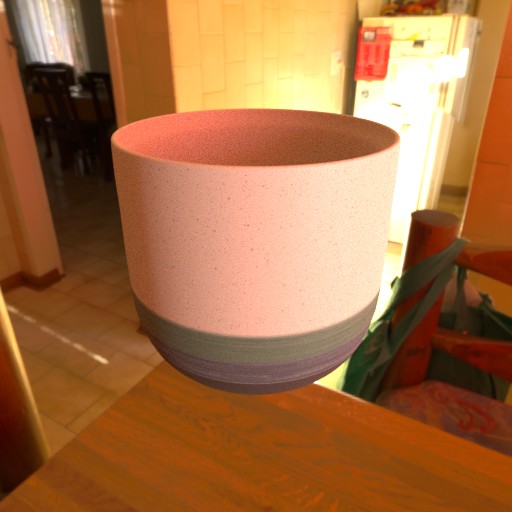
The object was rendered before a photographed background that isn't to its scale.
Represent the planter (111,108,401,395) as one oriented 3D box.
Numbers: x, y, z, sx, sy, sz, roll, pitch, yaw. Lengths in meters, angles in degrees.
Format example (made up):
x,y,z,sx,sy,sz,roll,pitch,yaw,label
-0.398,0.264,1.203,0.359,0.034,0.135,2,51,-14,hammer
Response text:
x,y,z,sx,sy,sz,roll,pitch,yaw,label
0.000,0.000,0.482,0.268,0.270,0.268,0,27,0,planter
